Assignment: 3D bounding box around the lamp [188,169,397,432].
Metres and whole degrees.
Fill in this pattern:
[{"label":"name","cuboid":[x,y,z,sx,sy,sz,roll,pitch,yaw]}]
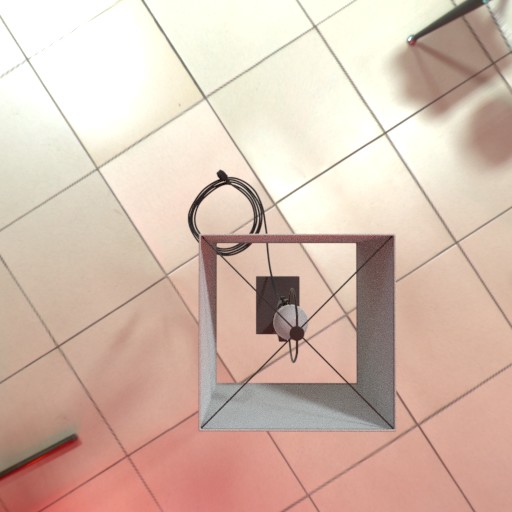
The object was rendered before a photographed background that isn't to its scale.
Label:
[{"label":"lamp","cuboid":[0.000,0.000,0.957,0.399,0.660,0.504,0,89,0]}]
